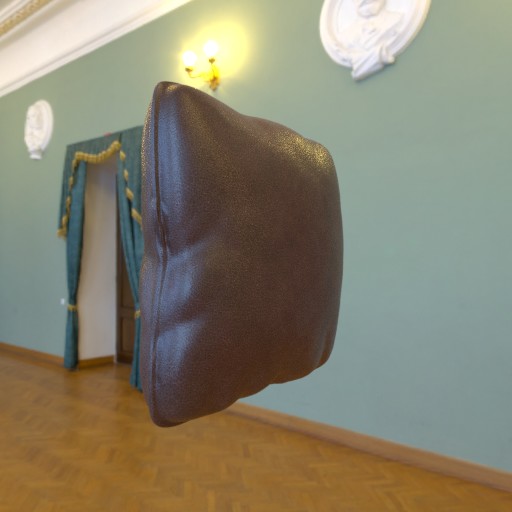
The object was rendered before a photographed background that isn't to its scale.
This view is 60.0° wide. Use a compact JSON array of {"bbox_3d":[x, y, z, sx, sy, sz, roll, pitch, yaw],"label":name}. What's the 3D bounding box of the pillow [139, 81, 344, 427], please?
[{"bbox_3d":[0.000,0.000,0.845,0.236,0.523,0.532,0,0,36],"label":"pillow"}]
